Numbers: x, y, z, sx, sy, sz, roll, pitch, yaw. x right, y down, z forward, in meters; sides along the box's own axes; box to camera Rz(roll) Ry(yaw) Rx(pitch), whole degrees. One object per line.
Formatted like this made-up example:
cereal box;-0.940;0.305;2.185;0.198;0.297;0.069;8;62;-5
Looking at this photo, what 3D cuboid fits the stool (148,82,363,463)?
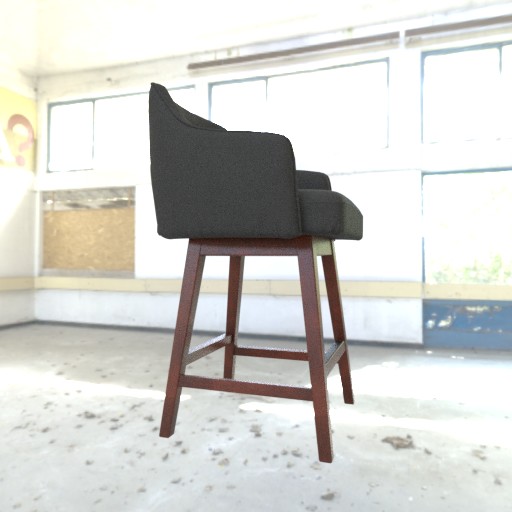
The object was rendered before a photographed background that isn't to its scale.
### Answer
stool;0.000;0.000;1.258;0.558;0.912;0.548;0;0;19
